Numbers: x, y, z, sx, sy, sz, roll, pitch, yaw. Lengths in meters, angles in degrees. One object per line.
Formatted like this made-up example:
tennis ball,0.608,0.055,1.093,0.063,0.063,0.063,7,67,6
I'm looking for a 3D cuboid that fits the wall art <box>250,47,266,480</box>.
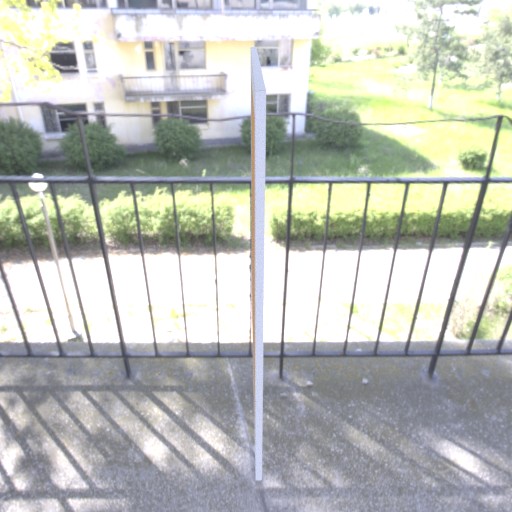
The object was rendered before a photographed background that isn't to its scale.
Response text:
wall art,0.000,0.000,0.816,0.011,0.659,0.454,-1,30,-1
